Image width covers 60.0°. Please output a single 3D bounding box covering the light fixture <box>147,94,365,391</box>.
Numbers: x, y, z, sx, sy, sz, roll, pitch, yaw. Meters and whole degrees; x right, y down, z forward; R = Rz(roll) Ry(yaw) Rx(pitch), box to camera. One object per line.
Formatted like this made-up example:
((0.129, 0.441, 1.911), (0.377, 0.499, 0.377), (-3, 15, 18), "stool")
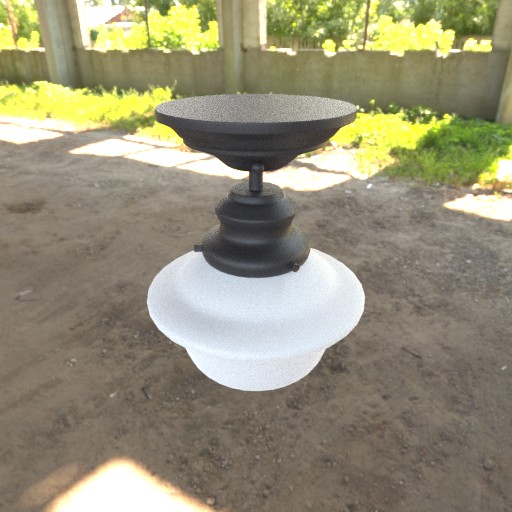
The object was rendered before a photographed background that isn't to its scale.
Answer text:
((0.000, 0.000, 0.391), (0.197, 0.254, 0.197), (0, 26, 0), "light fixture")
